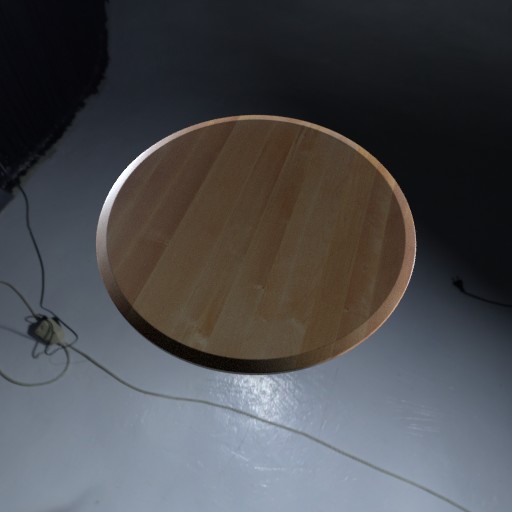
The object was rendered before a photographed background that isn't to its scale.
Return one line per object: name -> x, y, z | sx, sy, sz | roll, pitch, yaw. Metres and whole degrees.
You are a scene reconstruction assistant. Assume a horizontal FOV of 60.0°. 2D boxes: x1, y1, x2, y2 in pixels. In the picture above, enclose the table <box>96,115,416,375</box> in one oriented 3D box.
table -> 0.000, 0.000, 1.433 | 0.900, 0.400, 0.900 | 0, 57, 0
